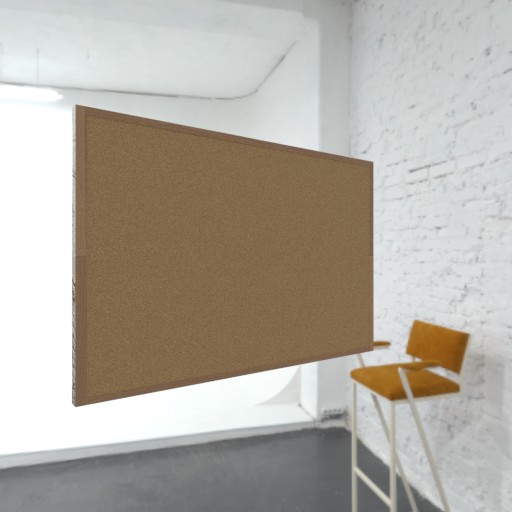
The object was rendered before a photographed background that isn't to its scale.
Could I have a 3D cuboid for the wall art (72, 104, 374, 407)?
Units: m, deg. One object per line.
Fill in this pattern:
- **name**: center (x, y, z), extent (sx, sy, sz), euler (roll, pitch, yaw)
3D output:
- **wall art**: center (0.000, 0.000, 1.457), extent (1.141, 0.758, 0.035), euler (0, 0, -36)
